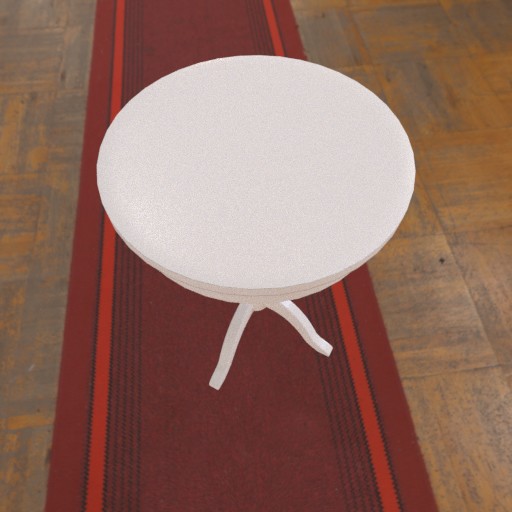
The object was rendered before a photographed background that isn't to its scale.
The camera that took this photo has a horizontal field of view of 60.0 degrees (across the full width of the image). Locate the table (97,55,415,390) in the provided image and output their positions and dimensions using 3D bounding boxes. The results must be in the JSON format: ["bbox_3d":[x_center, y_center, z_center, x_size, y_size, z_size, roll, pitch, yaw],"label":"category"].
[{"bbox_3d":[0.000,0.000,1.001,0.513,0.653,0.513,0,58,0],"label":"table"}]
